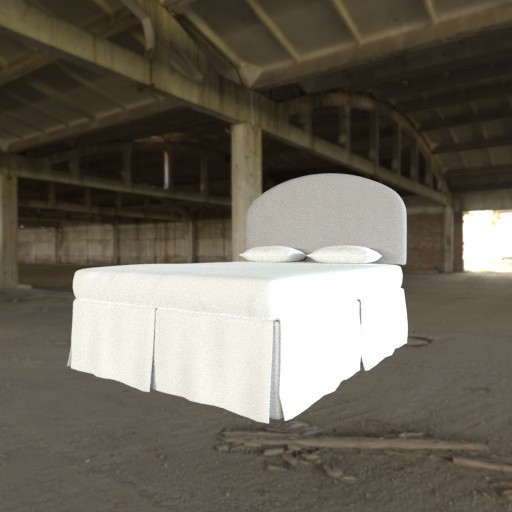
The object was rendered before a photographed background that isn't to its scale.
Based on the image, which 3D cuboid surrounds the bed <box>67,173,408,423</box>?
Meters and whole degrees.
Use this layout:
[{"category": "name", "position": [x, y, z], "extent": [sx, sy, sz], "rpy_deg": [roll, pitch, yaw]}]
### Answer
[{"category": "bed", "position": [0.000, 0.000, 3.115], "extent": [1.607, 1.410, 2.005], "rpy_deg": [1, 1, 34]}]
